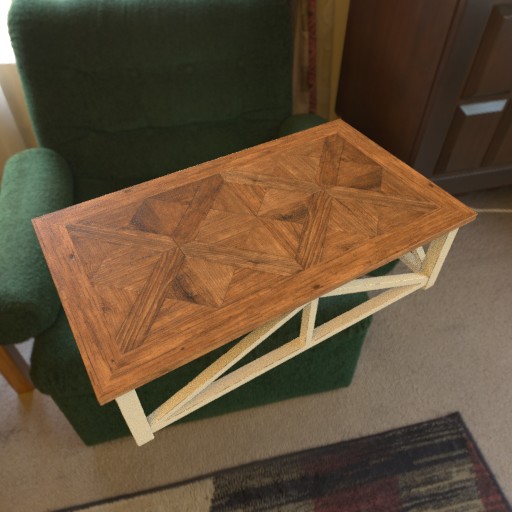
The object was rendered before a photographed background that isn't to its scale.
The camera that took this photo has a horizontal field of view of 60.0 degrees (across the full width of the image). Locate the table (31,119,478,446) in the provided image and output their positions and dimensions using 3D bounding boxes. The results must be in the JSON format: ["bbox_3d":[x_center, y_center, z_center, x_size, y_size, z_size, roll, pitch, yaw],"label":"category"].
[{"bbox_3d":[0.000,0.000,1.745,1.400,0.410,0.800,-23,50,-21],"label":"table"}]
